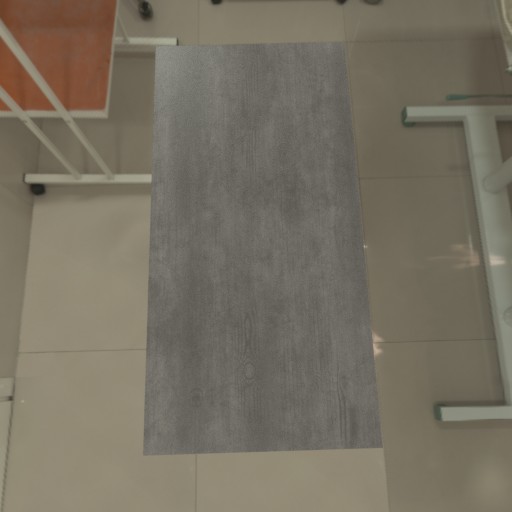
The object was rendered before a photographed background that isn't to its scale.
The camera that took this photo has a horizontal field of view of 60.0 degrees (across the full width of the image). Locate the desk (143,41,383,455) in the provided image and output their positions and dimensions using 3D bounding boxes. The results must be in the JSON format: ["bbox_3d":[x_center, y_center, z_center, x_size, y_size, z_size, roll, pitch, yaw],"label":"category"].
[{"bbox_3d":[0.000,0.000,1.615,0.600,0.740,1.200,-2,76,0],"label":"desk"}]
